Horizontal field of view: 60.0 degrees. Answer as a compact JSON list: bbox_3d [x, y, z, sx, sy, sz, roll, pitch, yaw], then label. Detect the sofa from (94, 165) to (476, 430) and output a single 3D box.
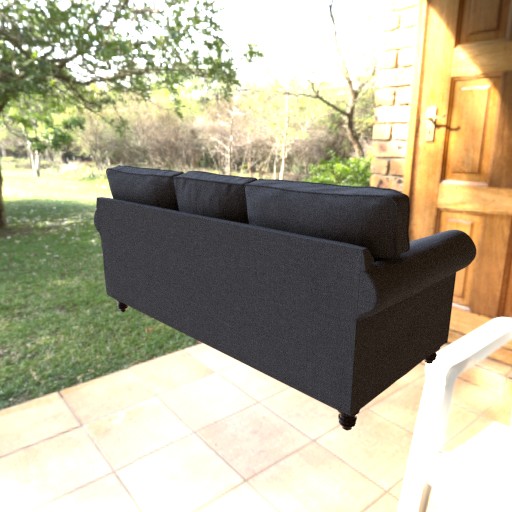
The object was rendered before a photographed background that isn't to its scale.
[{"bbox_3d":[0.000,0.000,2.515,2.084,0.961,0.916,14,21,43],"label":"sofa"}]
